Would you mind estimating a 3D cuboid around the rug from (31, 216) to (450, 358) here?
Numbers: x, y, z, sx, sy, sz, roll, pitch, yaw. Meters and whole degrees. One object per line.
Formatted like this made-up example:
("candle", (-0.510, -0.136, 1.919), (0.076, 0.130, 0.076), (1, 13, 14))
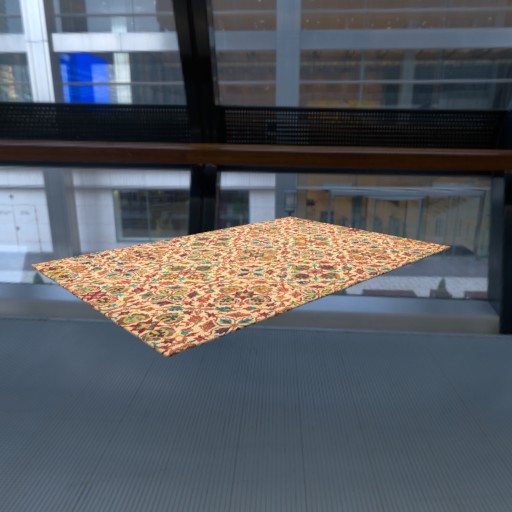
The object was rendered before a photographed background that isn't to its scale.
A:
("rug", (0.000, 0.000, 2.315), (1.838, 0.013, 1.226), (-14, 21, -41))
